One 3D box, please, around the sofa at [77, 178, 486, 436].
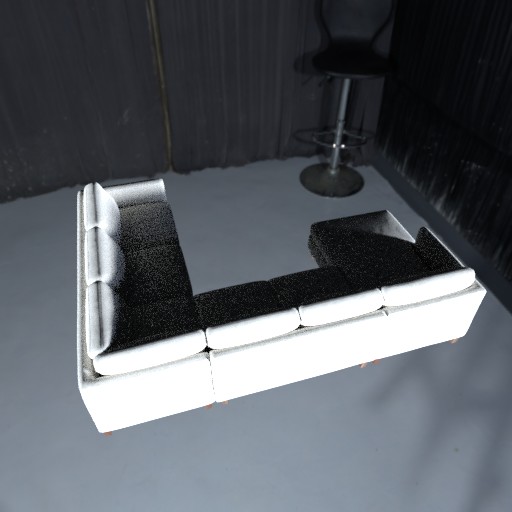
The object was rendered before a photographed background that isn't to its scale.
[{"bbox_3d":[0.000,0.000,4.346,3.238,0.853,2.551,-11,43,-12],"label":"sofa"}]
